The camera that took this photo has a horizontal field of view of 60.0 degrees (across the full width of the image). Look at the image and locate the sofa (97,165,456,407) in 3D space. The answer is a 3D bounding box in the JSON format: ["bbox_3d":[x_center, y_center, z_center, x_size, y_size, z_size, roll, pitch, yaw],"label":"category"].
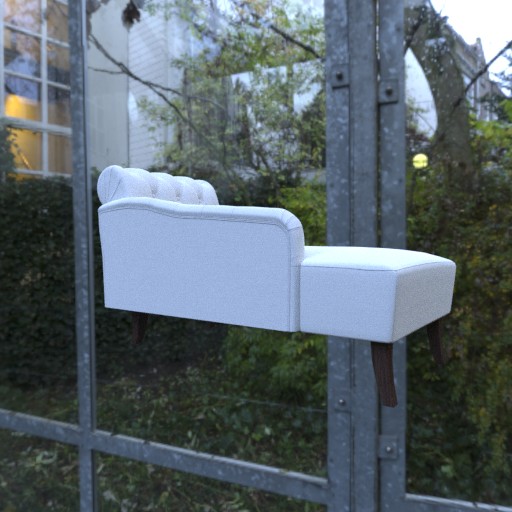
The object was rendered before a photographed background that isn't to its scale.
[{"bbox_3d":[0.000,0.000,1.795,1.379,0.787,0.675,1,2,36],"label":"sofa"}]
